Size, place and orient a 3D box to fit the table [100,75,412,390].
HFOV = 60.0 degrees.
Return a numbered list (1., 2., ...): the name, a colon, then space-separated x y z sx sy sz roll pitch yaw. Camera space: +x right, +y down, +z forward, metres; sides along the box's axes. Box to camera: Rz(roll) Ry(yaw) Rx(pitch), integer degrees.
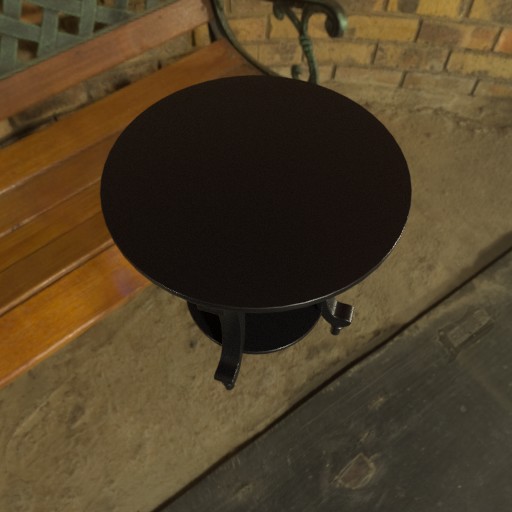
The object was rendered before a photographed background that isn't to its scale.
1. table: 0.000 0.000 1.119 0.597 0.618 0.597 0 57 0
